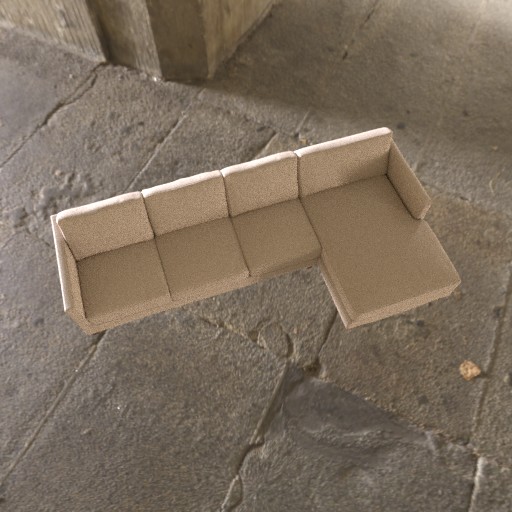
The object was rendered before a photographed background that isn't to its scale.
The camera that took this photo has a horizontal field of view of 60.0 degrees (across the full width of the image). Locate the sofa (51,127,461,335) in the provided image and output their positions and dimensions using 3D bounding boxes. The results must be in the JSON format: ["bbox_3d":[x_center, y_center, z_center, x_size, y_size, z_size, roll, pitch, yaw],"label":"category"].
[{"bbox_3d":[0.000,0.000,3.875,3.186,0.861,1.625,-17,63,-9],"label":"sofa"}]
